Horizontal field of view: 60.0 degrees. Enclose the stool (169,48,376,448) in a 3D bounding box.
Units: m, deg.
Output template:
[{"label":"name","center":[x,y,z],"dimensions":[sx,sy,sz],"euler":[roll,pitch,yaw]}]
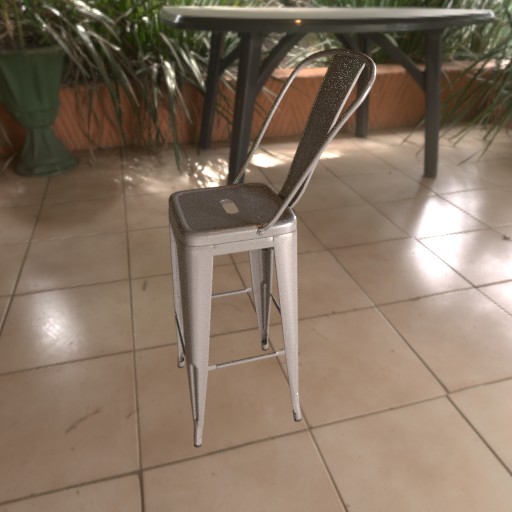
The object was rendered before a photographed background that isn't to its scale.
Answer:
[{"label":"stool","center":[0.000,0.000,1.313],"dimensions":[0.513,1.096,0.399],"euler":[-9,32,-14]}]
